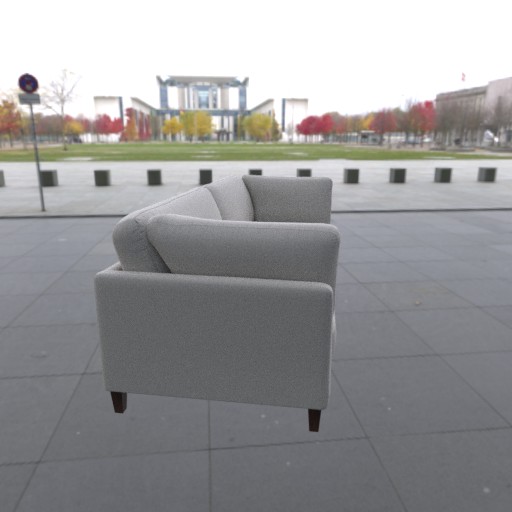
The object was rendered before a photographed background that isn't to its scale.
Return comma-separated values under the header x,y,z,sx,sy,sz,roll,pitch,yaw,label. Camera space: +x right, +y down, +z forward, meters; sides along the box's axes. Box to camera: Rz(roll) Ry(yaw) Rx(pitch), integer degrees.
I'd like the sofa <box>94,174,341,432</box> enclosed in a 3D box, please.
x,y,z,sx,sy,sz,roll,pitch,yaw,label
0.000,0.000,2.769,0.957,0.863,2.301,2,15,8,sofa
